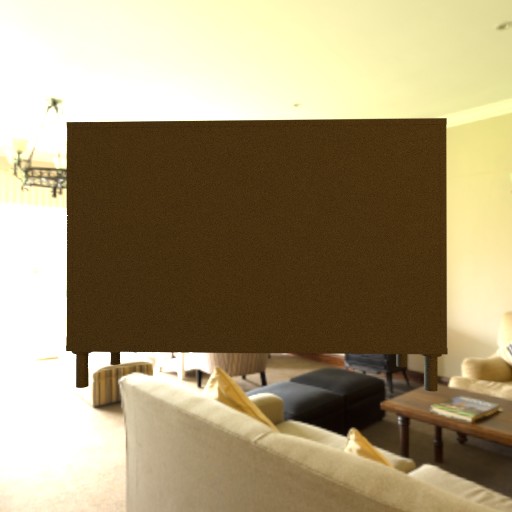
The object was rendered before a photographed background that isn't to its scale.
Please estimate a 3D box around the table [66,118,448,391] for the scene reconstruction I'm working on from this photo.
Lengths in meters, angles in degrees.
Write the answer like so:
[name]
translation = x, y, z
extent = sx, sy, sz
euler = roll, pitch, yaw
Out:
[table]
translation = 0.000, 0.000, 1.593
extent = 1.200, 0.855, 0.400
euler = 0, 0, 2
